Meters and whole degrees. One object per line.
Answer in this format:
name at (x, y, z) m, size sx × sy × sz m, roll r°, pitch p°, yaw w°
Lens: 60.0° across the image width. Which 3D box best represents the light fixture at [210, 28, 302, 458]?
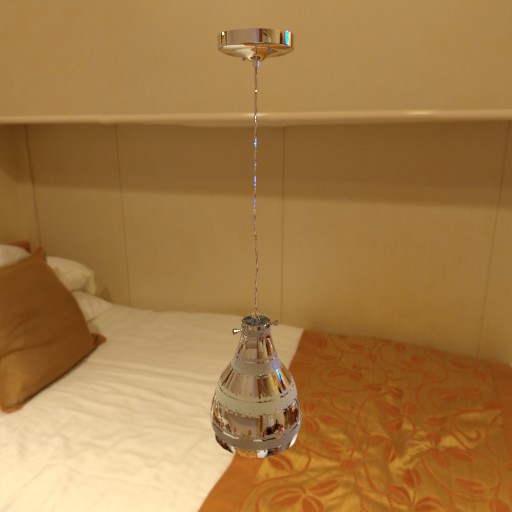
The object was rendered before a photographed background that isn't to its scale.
light fixture at (0.000, 0.000, 1.617) m, size 0.374 × 1.457 × 0.374 m, roll -8°, pitch 18°, yaw -26°
